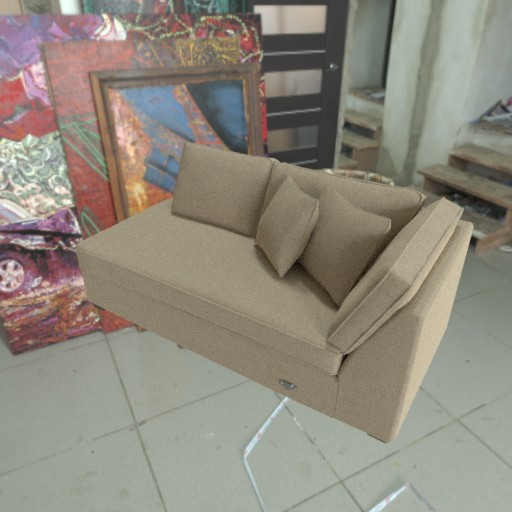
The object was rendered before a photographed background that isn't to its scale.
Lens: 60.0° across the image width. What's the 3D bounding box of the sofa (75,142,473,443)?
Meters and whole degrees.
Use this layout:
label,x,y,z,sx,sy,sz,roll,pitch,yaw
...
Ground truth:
label,x,y,z,sx,sy,sz,roll,pitch,yaw
sofa,0.000,0.000,2.782,2.237,1.033,1.110,18,34,28
